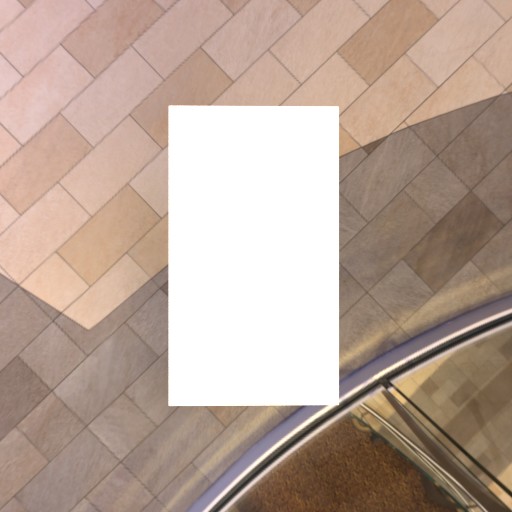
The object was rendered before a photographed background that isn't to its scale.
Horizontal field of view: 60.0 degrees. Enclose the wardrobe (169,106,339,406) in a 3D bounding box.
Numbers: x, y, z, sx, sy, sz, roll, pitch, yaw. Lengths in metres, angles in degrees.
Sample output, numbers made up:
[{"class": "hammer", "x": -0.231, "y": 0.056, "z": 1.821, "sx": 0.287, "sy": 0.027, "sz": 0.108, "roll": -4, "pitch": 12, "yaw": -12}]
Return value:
[{"class": "wardrobe", "x": 0.000, "y": 0.000, "z": 1.975, "sx": 0.470, "sy": 1.700, "sz": 0.760, "roll": 0, "pitch": 90, "yaw": -1}]
